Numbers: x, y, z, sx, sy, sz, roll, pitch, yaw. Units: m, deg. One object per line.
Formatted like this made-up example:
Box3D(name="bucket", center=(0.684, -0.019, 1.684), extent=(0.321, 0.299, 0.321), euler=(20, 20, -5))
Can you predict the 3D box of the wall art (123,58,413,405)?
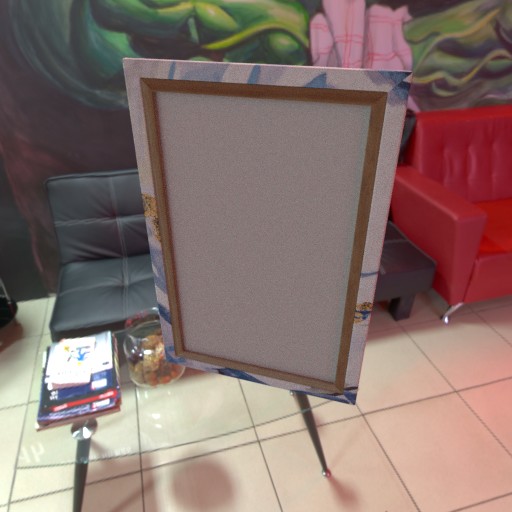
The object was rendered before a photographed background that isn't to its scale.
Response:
Box3D(name="wall art", center=(0.000, 0.000, 1.138), extent=(0.610, 0.914, 0.016), euler=(9, 33, 14))
